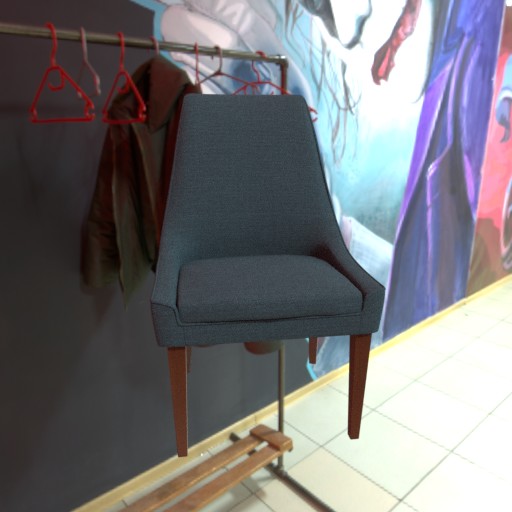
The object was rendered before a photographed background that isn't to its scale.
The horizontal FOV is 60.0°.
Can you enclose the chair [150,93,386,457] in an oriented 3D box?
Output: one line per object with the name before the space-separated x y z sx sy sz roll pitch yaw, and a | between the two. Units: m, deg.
chair | 0.000 0.000 1.207 0.529 0.861 0.544 -2 16 -8
